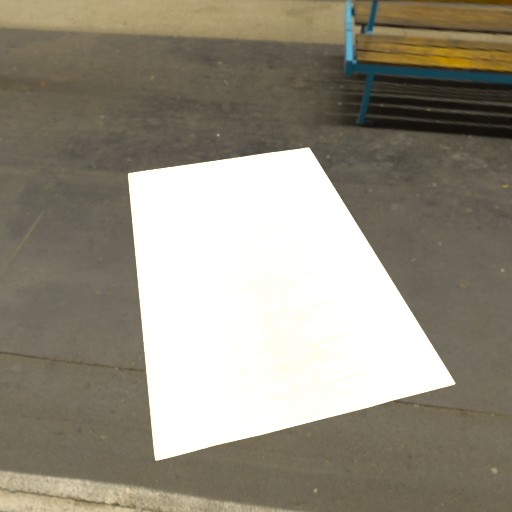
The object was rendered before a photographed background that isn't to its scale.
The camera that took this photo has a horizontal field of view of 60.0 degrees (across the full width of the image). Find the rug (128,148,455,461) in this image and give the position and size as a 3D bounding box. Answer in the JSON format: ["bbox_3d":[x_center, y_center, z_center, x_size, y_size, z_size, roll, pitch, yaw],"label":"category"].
[{"bbox_3d":[0.000,0.000,2.348,1.234,0.006,1.850,-10,47,-10],"label":"rug"}]
